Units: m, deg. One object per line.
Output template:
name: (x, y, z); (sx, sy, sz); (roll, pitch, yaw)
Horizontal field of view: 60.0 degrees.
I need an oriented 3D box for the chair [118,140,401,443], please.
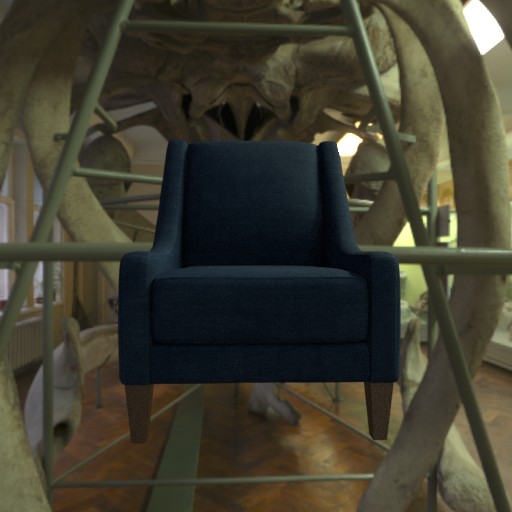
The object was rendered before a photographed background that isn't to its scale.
chair: (0.000, 0.000, 1.585); (0.774, 1.014, 0.870); (0, 0, -2)
